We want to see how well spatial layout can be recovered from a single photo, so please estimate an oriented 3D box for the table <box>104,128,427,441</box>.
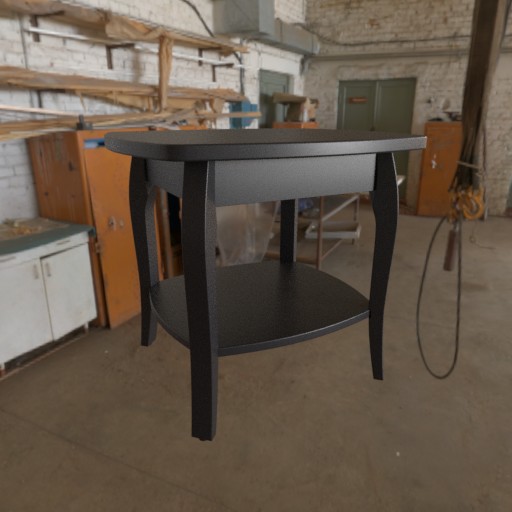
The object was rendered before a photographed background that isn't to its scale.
[{"bbox_3d":[0.000,0.000,0.858,0.508,0.457,0.457,-9,20,-26],"label":"table"}]
